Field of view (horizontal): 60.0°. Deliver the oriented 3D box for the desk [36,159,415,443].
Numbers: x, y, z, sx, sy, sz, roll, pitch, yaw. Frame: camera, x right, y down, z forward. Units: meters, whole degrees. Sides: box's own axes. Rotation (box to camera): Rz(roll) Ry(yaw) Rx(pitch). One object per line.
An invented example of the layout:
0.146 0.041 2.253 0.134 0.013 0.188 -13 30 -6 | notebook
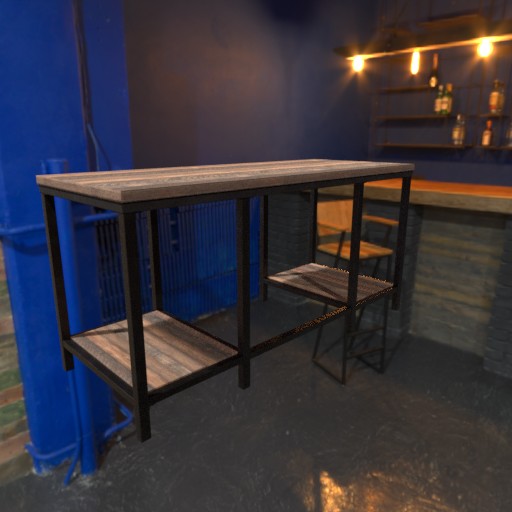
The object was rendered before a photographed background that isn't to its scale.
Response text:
0.000 0.000 1.946 1.538 0.753 0.617 -14 21 -42 | desk
